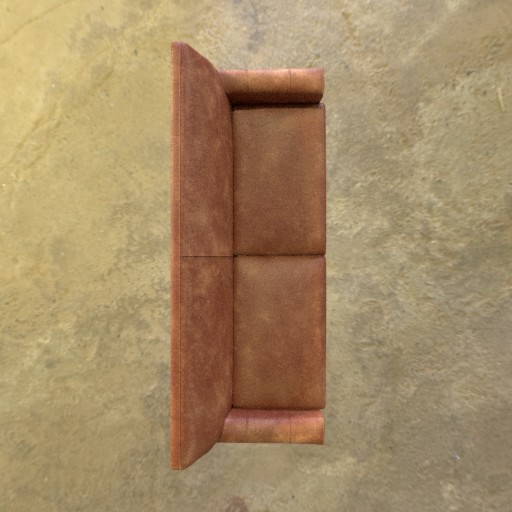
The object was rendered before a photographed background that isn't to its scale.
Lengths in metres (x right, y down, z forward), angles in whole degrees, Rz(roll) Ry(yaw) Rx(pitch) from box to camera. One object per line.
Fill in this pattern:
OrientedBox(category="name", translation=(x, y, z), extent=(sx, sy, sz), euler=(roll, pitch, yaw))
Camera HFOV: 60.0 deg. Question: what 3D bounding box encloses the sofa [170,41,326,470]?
OrientedBox(category="sofa", translation=(0.000, 0.000, 2.552), extent=(0.805, 0.947, 2.053), euler=(0, 90, 0))
